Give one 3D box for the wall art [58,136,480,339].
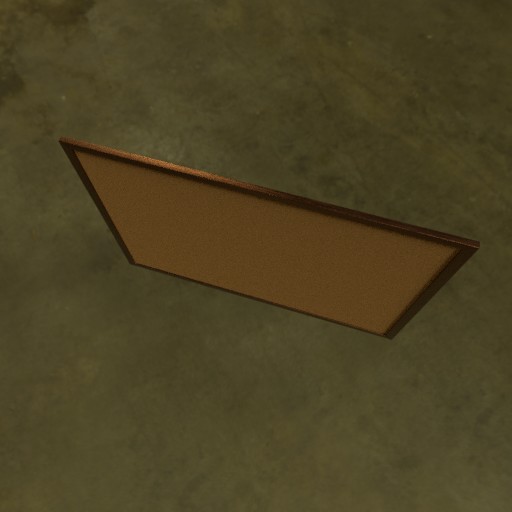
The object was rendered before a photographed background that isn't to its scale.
[{"bbox_3d":[0.000,0.000,1.075,0.816,0.559,0.014,15,64,8],"label":"wall art"}]
